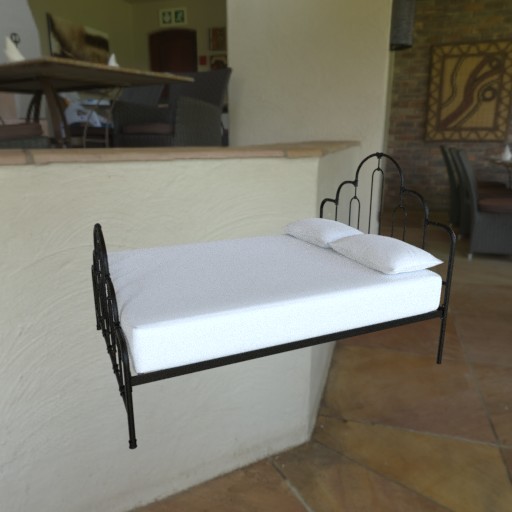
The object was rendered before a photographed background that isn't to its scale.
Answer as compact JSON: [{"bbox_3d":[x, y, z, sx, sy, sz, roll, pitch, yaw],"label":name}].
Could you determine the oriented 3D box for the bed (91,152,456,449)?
[{"bbox_3d":[0.000,0.000,3.239,2.181,1.444,1.626,-7,17,-24],"label":"bed"}]
